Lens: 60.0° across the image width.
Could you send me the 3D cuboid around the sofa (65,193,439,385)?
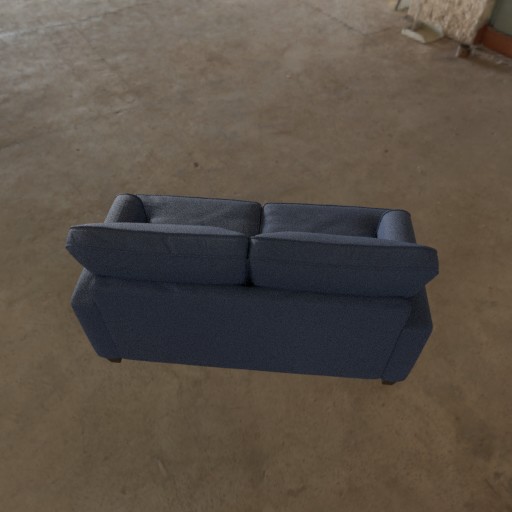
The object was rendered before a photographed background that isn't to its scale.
[{"bbox_3d":[0.000,0.000,2.346,1.651,0.965,0.965,4,49,3],"label":"sofa"}]
